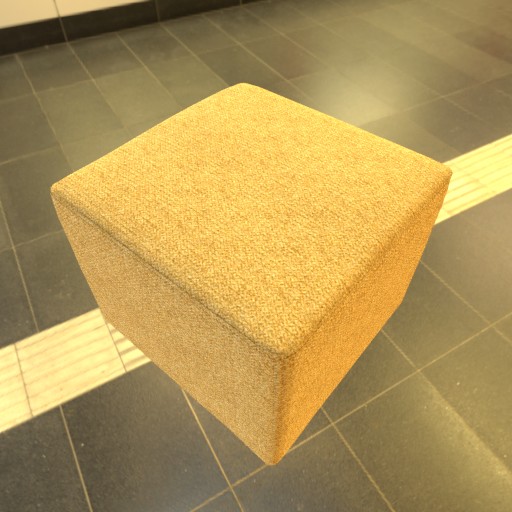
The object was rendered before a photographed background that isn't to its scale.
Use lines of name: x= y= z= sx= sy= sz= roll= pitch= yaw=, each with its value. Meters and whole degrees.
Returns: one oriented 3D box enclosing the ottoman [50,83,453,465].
ottoman: x=0.000 y=0.000 z=0.898 sx=0.512 sy=0.441 sz=0.505 roll=32 pitch=56 yaw=26
